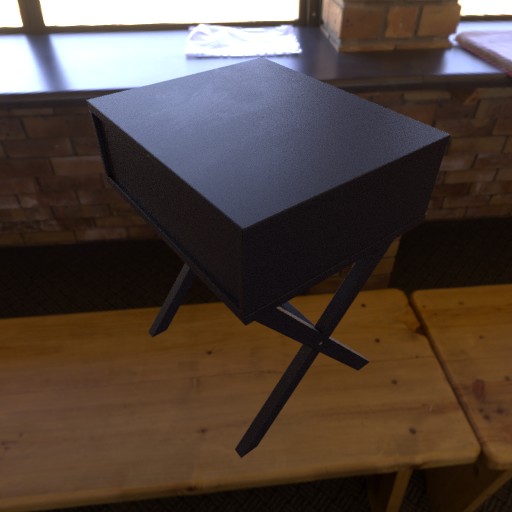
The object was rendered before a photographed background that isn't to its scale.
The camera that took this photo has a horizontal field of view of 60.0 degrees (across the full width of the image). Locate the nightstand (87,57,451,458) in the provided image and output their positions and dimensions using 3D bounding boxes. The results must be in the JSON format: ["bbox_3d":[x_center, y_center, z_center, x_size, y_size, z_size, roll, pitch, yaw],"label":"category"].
[{"bbox_3d":[0.000,0.000,0.948,0.402,0.623,0.479,-27,48,-27],"label":"nightstand"}]
